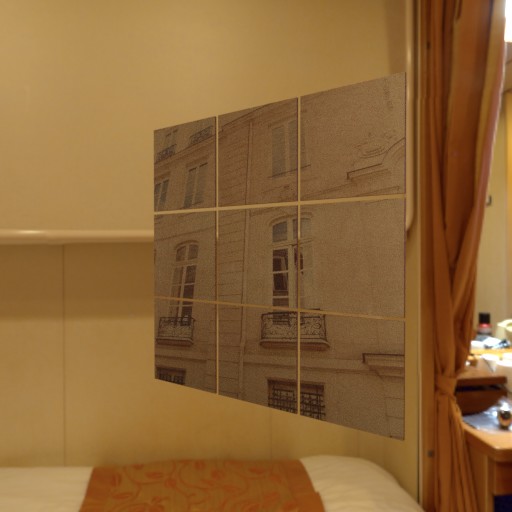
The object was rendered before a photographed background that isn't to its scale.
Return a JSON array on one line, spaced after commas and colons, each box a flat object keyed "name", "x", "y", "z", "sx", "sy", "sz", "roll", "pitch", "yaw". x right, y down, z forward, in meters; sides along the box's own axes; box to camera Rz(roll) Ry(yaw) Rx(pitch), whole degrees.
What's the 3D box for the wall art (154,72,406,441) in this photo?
[{"name": "wall art", "x": 0.000, "y": 0.000, "z": 2.281, "sx": 1.526, "sy": 1.522, "sz": 0.023, "roll": 1, "pitch": 1, "yaw": 36}]
